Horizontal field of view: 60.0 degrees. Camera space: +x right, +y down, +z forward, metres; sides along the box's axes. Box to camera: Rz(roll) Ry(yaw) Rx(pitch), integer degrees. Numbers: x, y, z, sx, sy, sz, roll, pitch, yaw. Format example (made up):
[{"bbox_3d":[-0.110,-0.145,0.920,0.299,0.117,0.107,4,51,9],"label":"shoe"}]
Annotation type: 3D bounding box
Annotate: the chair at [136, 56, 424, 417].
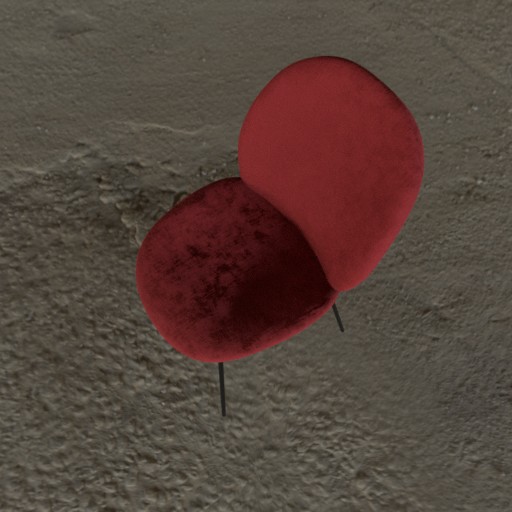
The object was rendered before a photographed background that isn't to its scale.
[{"bbox_3d":[0.000,0.000,1.097,0.587,0.791,0.458,-33,69,-15],"label":"chair"}]
